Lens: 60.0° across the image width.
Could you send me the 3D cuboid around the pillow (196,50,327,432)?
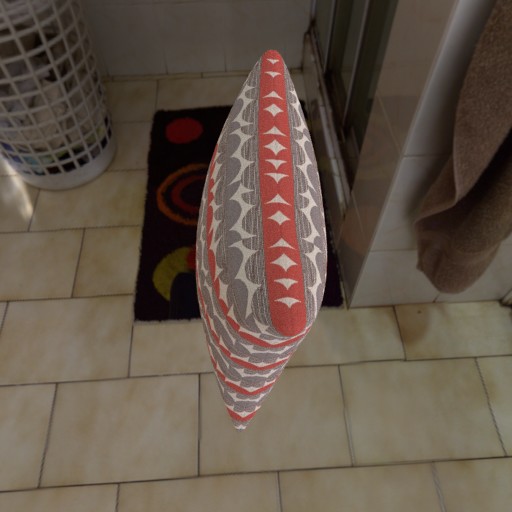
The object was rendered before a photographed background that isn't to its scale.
[{"bbox_3d":[0.000,0.000,0.661,0.180,0.410,0.420,-1,58,-1],"label":"pillow"}]
